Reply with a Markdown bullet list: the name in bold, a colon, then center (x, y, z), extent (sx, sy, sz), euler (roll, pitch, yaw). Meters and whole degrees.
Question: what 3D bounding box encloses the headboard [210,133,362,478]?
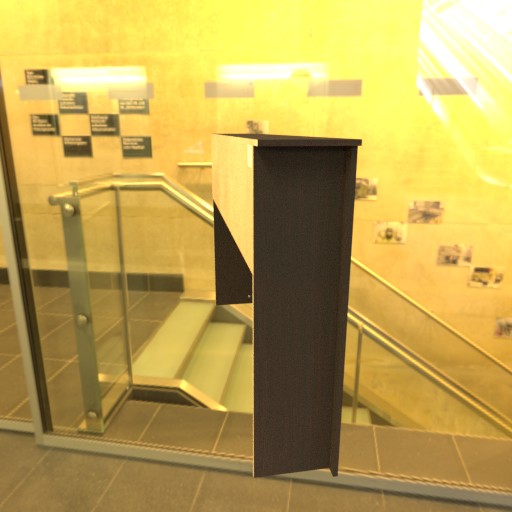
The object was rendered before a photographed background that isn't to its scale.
- **headboard**: center (0.000, 0.000, 2.079), extent (0.279, 1.092, 1.671), euler (-3, 16, -9)
